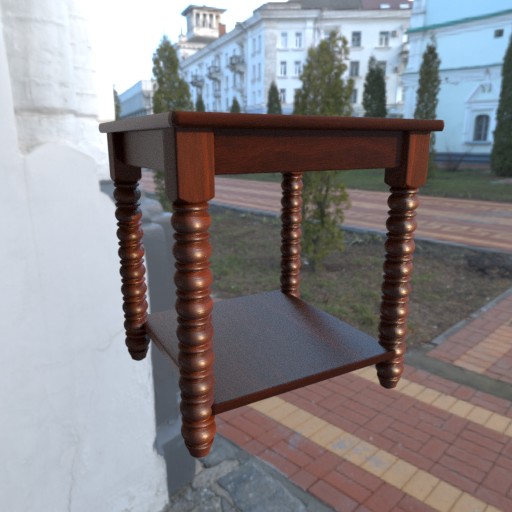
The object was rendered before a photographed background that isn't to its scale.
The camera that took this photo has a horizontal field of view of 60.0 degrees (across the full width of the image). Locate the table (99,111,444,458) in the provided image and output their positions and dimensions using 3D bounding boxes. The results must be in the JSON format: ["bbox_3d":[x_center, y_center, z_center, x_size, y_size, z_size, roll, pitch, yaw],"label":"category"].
[{"bbox_3d":[0.000,0.000,0.978,0.533,0.567,0.500,-8,17,-28],"label":"table"}]
